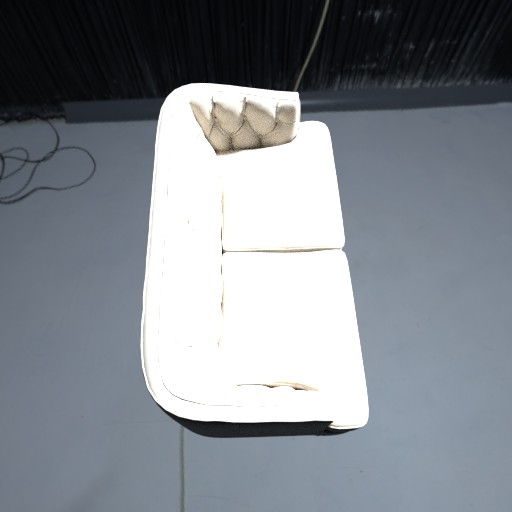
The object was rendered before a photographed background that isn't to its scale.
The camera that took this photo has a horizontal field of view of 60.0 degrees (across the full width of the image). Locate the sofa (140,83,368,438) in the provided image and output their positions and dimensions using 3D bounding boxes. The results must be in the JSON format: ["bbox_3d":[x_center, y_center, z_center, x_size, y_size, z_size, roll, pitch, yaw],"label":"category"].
[{"bbox_3d":[0.000,0.000,2.310,0.940,0.878,1.731,-2,64,-1],"label":"sofa"}]
